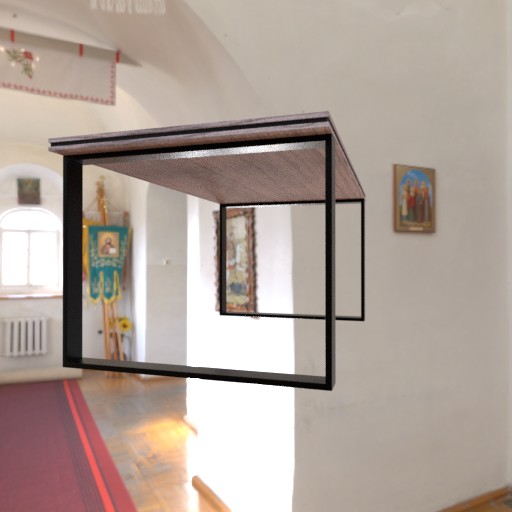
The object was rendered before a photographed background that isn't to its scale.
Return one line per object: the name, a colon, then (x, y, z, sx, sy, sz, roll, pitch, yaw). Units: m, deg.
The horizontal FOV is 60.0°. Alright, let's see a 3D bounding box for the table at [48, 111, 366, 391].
table: (0.000, 0.000, 2.019, 0.881, 0.736, 1.579, 0, 0, 17)
